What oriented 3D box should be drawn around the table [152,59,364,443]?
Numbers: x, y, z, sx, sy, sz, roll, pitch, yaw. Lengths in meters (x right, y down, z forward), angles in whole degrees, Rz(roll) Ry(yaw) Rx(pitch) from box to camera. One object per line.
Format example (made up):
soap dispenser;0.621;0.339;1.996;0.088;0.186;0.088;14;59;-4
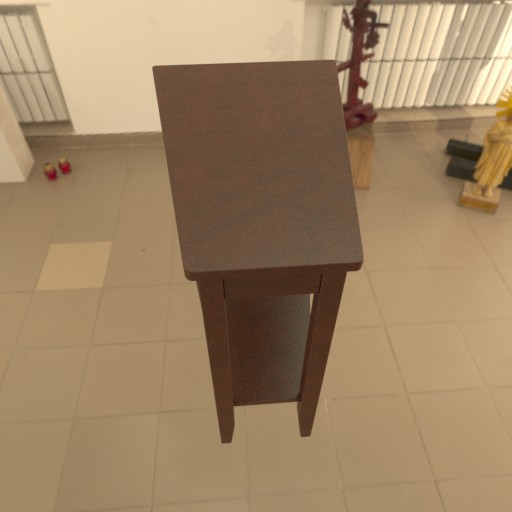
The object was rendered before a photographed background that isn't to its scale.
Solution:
table;0.000;0.000;0.969;0.399;0.589;0.605;-3;46;-3
